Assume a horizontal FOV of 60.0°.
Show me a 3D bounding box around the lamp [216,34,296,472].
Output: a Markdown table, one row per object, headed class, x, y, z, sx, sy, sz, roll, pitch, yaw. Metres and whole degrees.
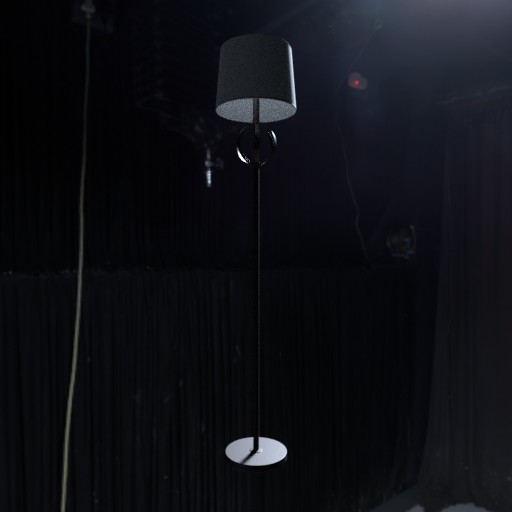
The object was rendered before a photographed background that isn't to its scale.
| class | x | y | z | sx | sy | sz | roll | pitch | yaw |
| --- | --- | --- | --- | --- | --- | --- | --- | --- | --- |
| lamp | 0.000 | 0.000 | 1.596 | 0.286 | 1.462 | 0.286 | -1 | 2 | -36 |
